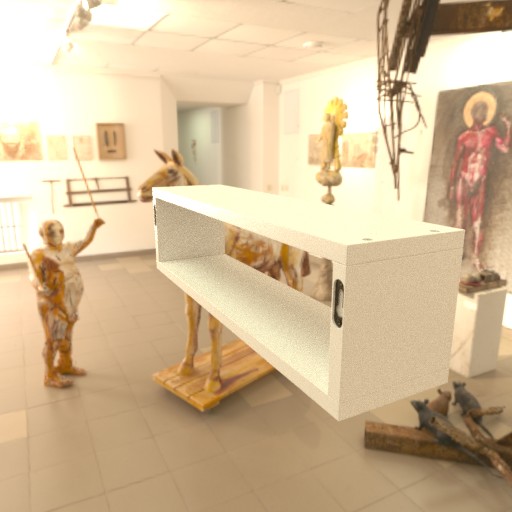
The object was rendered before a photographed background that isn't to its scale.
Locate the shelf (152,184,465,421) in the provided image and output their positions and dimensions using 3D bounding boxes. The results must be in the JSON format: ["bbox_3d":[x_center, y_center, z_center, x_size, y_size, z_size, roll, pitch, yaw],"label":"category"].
[{"bbox_3d":[0.000,0.000,0.691,0.150,0.170,0.610,-7,16,-27],"label":"shelf"}]
